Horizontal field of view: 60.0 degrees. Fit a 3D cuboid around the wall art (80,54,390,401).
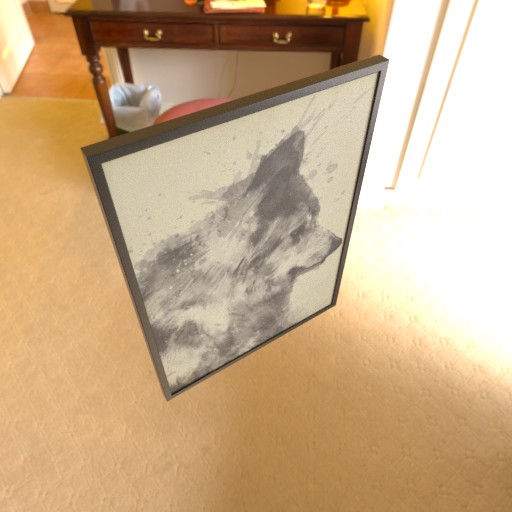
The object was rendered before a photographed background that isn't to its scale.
[{"bbox_3d":[0.000,0.000,1.401,0.804,1.061,0.039,-25,52,-22],"label":"wall art"}]
